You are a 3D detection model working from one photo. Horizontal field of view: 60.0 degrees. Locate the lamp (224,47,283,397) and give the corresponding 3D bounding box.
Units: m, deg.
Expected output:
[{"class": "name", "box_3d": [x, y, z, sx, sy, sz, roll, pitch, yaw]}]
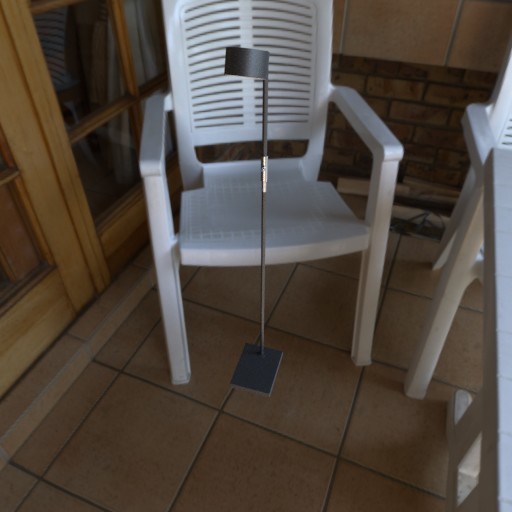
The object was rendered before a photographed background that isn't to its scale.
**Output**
[{"class": "lamp", "box_3d": [0.000, 0.000, 1.731, 0.203, 1.600, 0.304, 11, 42, 12]}]
